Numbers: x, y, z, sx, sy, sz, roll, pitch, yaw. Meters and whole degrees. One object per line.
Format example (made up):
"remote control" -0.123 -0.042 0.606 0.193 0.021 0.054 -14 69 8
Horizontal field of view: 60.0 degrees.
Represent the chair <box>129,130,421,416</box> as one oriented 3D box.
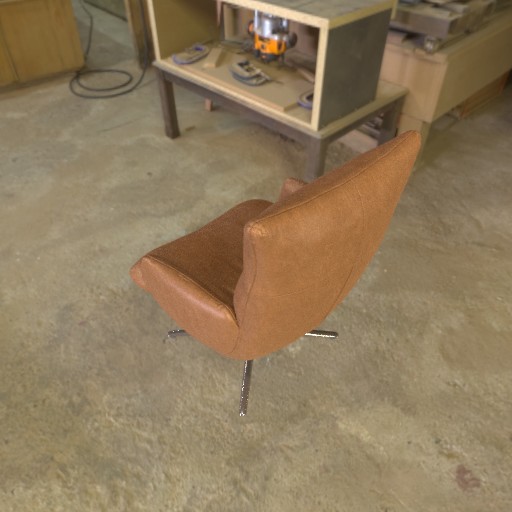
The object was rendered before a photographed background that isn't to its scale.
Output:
"chair" 0.000 0.000 1.579 0.711 1.027 0.794 -32 53 -29
